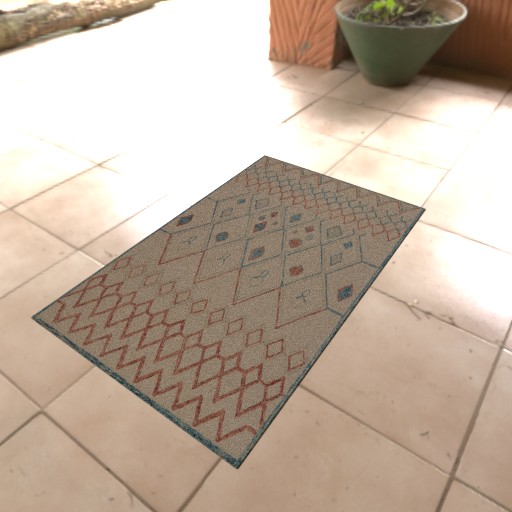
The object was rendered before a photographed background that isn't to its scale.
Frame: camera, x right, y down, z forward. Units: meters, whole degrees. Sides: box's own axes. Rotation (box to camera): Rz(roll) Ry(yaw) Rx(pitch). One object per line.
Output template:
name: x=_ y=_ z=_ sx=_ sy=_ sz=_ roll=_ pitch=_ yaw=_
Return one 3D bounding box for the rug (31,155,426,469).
rug: x=0.000 y=0.000 z=3.028 sx=1.524 sy=0.015 sz=2.438 roll=25 pitch=47 yaw=26
